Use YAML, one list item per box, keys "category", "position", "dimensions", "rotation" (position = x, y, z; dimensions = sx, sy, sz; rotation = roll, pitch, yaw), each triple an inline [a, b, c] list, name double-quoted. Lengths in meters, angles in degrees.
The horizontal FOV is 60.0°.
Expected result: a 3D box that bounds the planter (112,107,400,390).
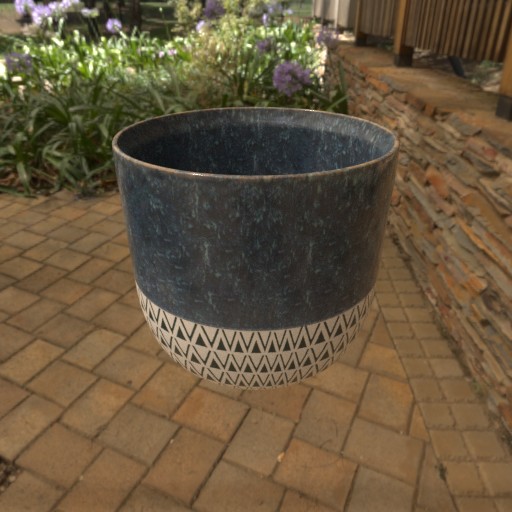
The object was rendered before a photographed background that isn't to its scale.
- category: "planter"
  position: [0.000, 0.000, 0.489]
  dimensions: [0.266, 0.270, 0.266]
  rotation: [0, 29, 0]
